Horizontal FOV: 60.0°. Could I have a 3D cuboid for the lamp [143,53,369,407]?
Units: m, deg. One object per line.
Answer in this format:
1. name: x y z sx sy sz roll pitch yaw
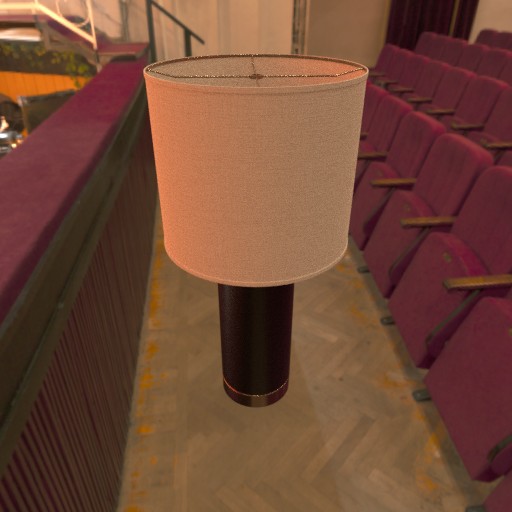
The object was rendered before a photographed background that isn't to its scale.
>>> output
1. lamp: 0.000 0.000 0.608 0.241 0.482 0.240 -1 31 -2
